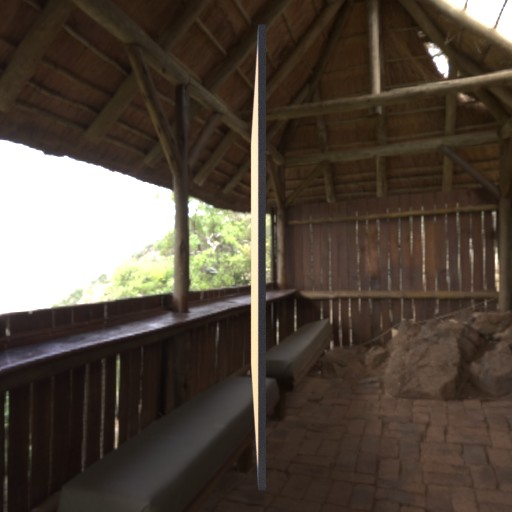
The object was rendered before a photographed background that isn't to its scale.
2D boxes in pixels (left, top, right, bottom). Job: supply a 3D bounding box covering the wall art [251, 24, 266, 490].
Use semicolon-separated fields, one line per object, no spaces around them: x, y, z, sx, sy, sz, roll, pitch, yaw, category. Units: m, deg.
0.000;0.000;1.195;0.013;0.823;0.823;0;1;-2;wall art
